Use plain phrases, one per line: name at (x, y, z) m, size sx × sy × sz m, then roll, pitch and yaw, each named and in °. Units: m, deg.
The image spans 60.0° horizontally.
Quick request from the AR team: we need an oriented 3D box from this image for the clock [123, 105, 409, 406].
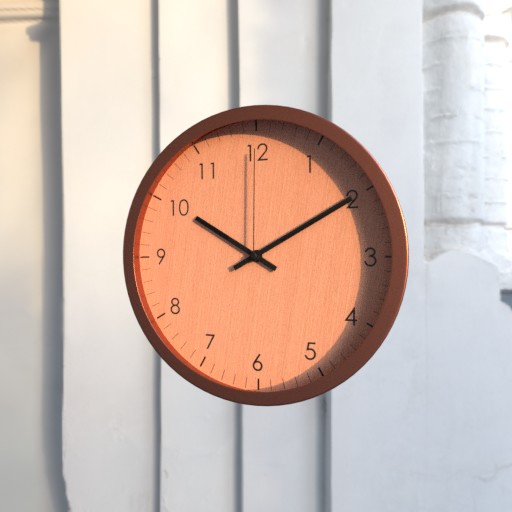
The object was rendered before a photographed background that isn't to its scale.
clock at (0.000, 0.000, 0.481) m, size 0.313 × 0.313 × 0.040 m, roll 0°, pitch 1°, yaw 19°
